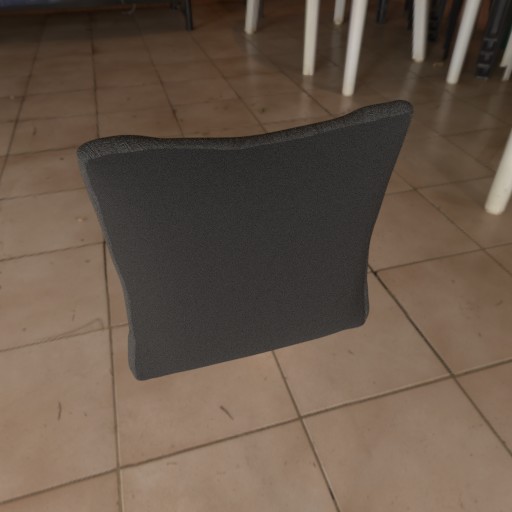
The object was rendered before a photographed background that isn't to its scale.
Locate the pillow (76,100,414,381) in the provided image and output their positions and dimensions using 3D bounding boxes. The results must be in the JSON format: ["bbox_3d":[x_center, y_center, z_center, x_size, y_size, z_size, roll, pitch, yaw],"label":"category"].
[{"bbox_3d":[0.000,0.000,0.811,0.533,0.523,0.210,-12,41,-14],"label":"pillow"}]
